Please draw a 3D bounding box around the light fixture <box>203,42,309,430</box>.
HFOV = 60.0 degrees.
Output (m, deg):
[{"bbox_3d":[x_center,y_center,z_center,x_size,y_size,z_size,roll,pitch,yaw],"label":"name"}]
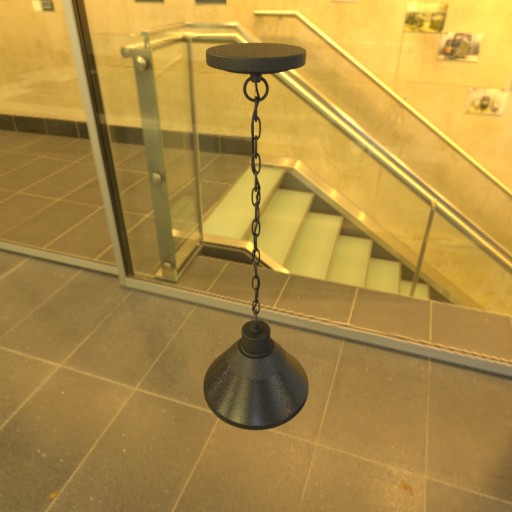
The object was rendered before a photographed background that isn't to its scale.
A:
[{"bbox_3d":[0.000,0.000,0.690,0.201,0.588,0.201,0,33,0],"label":"light fixture"}]
